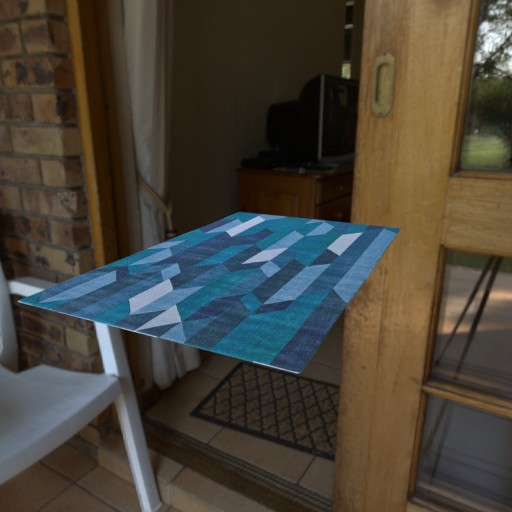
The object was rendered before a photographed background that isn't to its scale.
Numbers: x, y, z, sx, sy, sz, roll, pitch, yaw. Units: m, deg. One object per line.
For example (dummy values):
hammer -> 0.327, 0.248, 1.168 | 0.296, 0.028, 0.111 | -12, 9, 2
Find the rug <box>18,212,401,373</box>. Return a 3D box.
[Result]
rug -> 0.000, 0.000, 2.966 | 1.528, 0.005, 2.420 | 8, 19, 24
